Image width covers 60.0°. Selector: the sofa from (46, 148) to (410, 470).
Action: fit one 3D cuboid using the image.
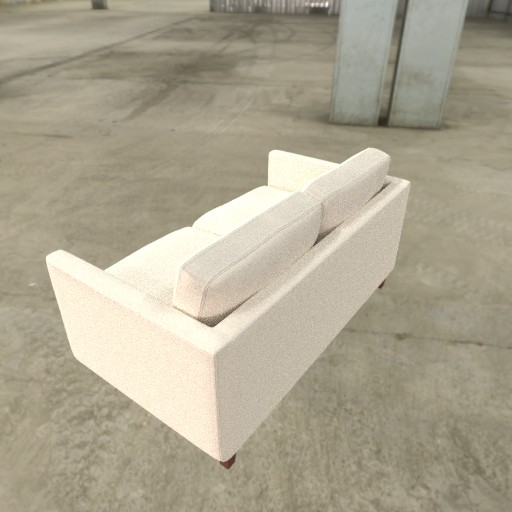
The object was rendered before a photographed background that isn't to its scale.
[{"bbox_3d":[0.000,0.000,2.271,0.964,0.888,1.702,22,38,30],"label":"sofa"}]
